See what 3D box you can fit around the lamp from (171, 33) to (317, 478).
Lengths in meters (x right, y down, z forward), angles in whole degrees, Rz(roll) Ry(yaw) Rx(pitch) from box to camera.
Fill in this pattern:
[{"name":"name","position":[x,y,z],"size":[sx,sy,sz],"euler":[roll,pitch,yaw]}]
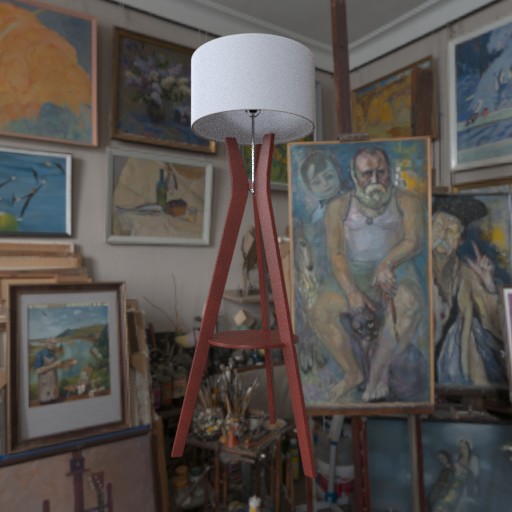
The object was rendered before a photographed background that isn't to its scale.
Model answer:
[{"name":"lamp","position":[0.000,0.000,1.732],"size":[0.539,1.472,0.542],"euler":[0,-1,18]}]
